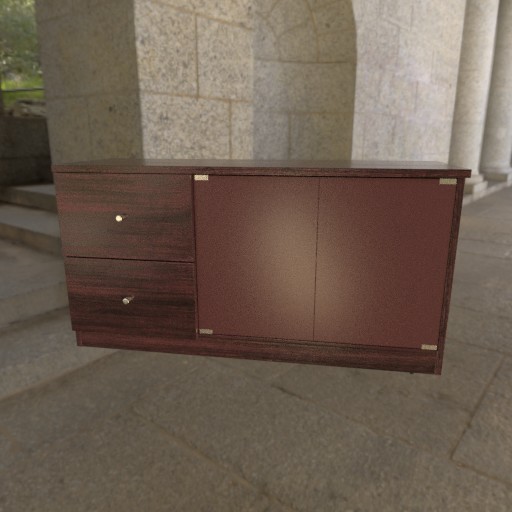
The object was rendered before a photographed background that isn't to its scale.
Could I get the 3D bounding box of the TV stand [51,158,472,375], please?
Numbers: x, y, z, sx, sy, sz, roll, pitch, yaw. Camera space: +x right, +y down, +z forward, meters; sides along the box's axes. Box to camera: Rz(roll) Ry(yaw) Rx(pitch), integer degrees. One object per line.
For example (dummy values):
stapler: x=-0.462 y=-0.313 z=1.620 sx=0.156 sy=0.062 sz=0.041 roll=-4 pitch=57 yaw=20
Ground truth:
TV stand: x=0.000 y=0.000 z=1.493 sx=1.192 sy=0.614 sz=0.404 roll=2 pitch=15 yaw=9
